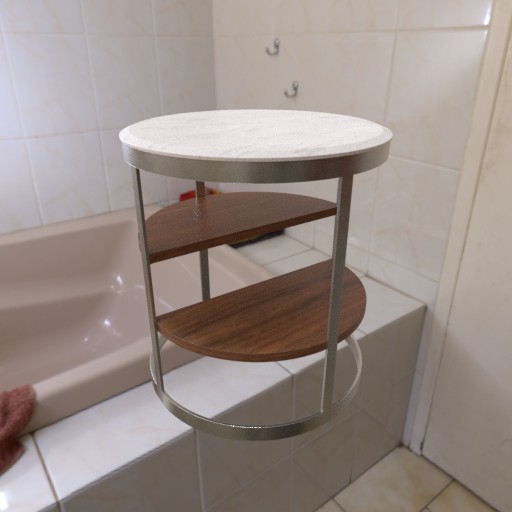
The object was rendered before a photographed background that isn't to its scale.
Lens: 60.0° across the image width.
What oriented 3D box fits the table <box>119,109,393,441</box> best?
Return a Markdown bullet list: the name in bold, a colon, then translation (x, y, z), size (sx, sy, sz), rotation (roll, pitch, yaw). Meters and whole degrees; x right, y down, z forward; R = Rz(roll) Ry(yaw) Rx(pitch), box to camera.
- **table**: translation (0.000, 0.000, 0.776), size (0.407, 0.447, 0.407), rotation (0, 25, 0)
